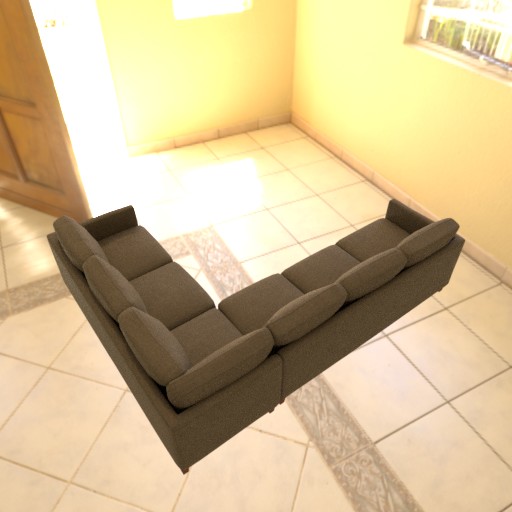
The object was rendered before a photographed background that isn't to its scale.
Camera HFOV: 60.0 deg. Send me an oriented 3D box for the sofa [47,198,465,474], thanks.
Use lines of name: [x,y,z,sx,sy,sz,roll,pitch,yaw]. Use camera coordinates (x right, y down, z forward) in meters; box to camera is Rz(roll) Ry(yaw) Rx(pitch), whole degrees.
sofa: [0.000,0.000,4.498,3.302,0.947,2.593,-26,48,-27]
